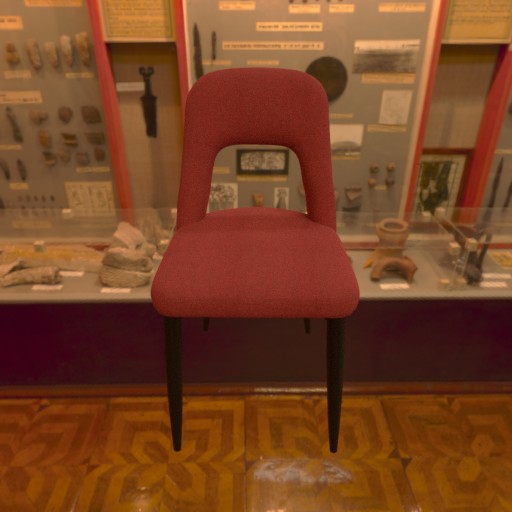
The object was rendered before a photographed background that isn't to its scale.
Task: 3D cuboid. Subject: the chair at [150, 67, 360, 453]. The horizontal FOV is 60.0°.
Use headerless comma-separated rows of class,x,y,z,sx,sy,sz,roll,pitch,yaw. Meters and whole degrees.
chair,0.000,0.000,1.205,0.483,0.892,0.569,0,29,1
